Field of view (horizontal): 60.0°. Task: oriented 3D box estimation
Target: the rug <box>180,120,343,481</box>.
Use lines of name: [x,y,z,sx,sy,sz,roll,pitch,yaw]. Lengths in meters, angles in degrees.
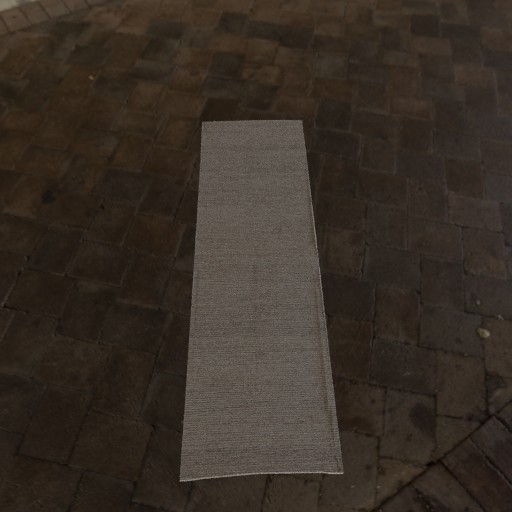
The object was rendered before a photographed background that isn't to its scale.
rug: [0.000,0.000,2.642,0.741,0.014,2.390,-1,57,-1]
